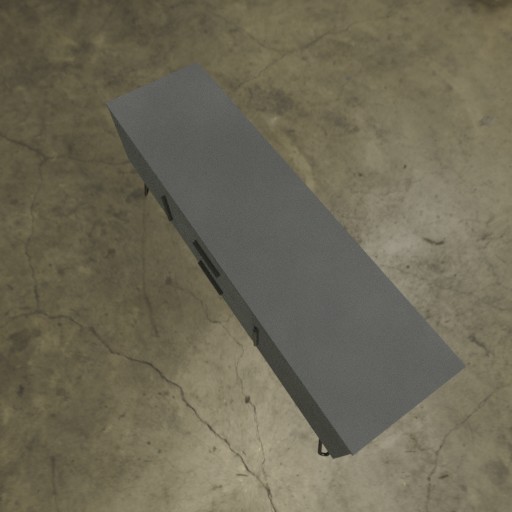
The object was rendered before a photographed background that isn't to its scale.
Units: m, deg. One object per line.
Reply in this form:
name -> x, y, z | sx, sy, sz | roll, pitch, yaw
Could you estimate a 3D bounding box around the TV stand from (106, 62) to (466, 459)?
TV stand -> 0.000, 0.000, 1.635 | 0.400, 0.560, 1.400 | -31, 67, -15
